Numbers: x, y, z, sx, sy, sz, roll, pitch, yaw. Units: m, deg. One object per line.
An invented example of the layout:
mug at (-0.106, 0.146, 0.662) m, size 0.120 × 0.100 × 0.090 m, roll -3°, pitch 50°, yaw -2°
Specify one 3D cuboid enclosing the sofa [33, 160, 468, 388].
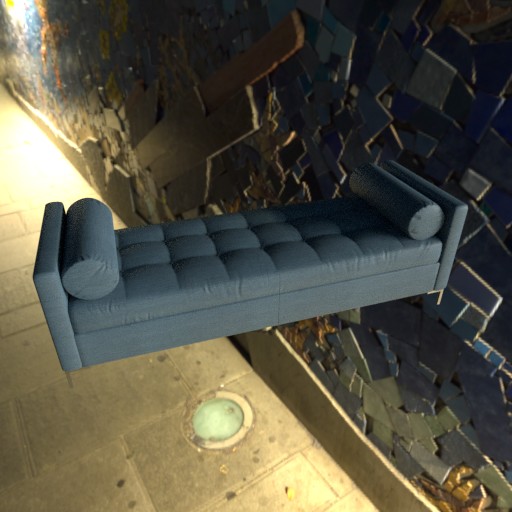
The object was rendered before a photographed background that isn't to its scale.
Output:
sofa at (0.000, 0.000, 2.339) m, size 1.981 × 0.635 × 0.686 m, roll -10°, pitch 33°, yaw -15°
